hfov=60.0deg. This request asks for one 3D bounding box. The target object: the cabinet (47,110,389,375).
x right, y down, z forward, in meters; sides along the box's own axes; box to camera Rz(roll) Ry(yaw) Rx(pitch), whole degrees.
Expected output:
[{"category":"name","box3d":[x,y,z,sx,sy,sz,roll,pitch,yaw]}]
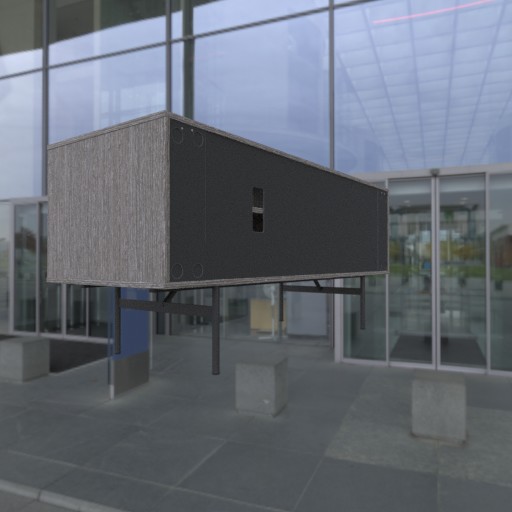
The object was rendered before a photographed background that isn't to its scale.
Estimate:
[{"category":"cabinet","box3d":[0.000,0.000,1.593,0.500,0.599,1.300,0,-1,37]}]
